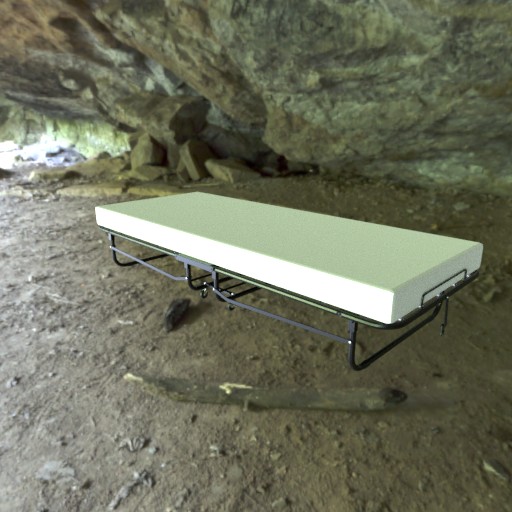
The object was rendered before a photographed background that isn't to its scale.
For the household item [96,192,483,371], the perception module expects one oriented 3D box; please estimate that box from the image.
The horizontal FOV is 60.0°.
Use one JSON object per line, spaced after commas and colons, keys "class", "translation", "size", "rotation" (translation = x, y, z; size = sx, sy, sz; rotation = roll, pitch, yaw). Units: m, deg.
{"class": "household item", "translation": [0.000, 0.000, 2.208], "size": [1.905, 0.356, 0.787], "rotation": [16, 24, 42]}
